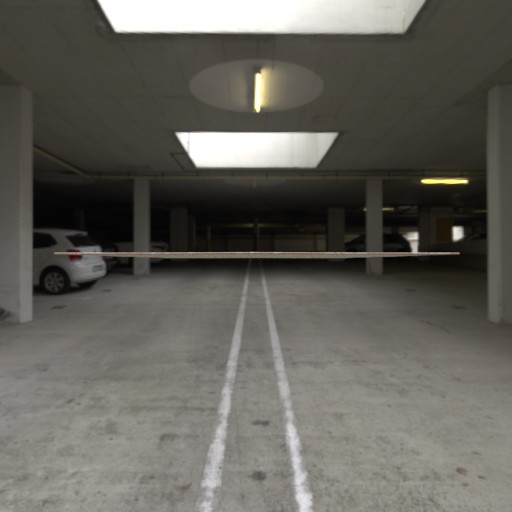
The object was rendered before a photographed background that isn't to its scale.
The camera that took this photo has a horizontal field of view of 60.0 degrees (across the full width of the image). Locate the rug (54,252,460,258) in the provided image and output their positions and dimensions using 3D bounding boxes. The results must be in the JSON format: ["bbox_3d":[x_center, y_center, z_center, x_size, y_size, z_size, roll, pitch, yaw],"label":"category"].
[{"bbox_3d":[0.000,0.000,4.310,2.452,0.020,3.365,0,-1,0],"label":"rug"}]
